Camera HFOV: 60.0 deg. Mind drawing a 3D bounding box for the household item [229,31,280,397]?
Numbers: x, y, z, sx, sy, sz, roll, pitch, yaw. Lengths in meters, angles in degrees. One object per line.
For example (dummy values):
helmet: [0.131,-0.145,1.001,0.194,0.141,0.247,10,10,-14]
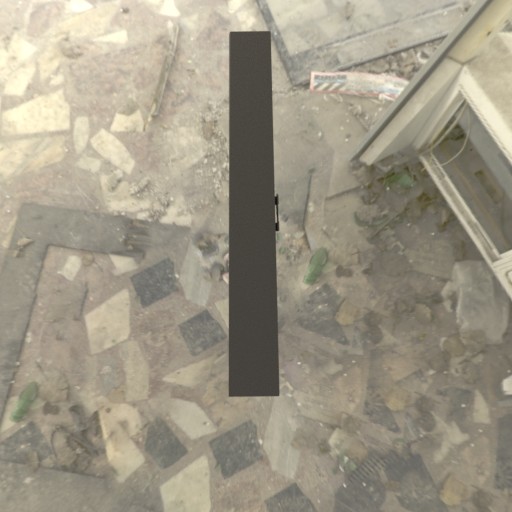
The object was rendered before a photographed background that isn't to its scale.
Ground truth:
household item: [0.000,0.000,0.239,0.022,0.178,0.133,-1,76,0]
